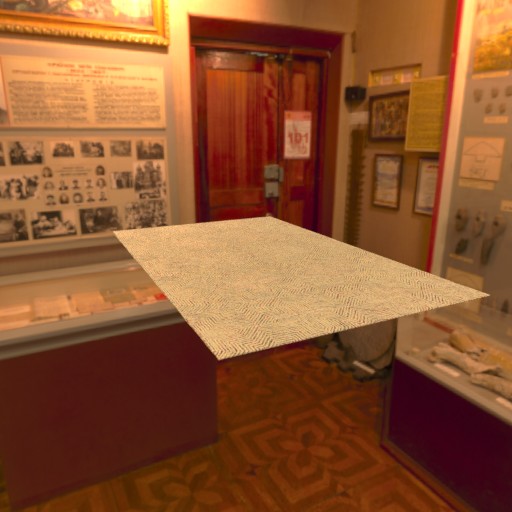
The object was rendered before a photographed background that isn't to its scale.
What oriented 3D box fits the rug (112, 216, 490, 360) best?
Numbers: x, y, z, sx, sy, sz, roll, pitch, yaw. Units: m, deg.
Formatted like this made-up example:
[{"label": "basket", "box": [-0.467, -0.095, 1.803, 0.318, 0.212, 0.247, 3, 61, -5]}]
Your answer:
[{"label": "rug", "box": [0.000, 0.000, 3.031, 1.519, 0.007, 2.428, -8, 18, -25]}]
